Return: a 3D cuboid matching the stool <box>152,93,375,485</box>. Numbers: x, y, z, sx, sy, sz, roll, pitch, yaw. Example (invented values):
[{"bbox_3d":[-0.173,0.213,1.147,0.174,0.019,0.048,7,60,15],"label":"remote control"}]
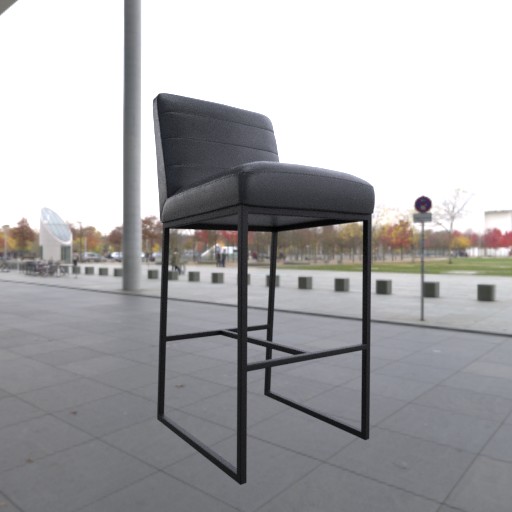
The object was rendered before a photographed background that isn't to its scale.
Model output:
[{"bbox_3d":[0.000,0.000,1.337,0.457,1.040,0.552,0,1,-35],"label":"stool"}]
